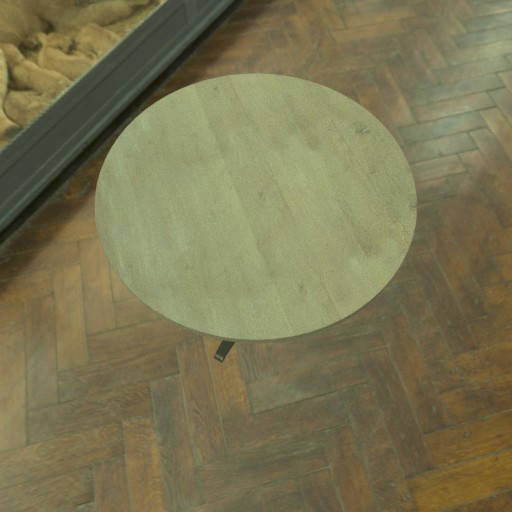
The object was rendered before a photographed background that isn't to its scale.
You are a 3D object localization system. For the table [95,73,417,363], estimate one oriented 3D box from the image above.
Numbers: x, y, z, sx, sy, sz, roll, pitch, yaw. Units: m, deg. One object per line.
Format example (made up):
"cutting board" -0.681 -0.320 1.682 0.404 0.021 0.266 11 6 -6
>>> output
"table" 0.000 0.000 1.459 0.800 0.780 0.800 0 63 0
